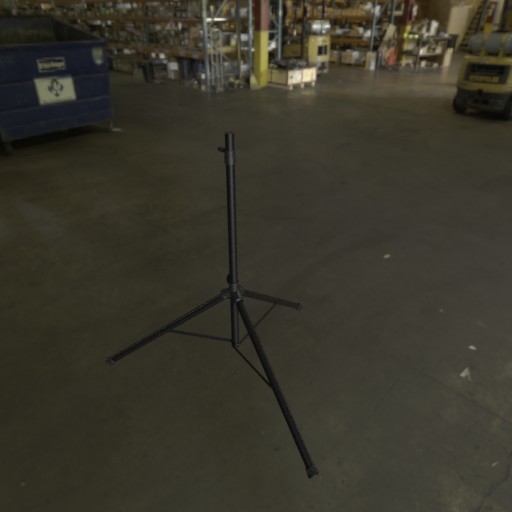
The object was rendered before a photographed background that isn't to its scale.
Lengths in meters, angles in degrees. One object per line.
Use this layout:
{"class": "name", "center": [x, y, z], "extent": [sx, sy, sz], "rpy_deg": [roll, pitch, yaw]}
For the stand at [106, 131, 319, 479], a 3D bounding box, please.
{"class": "stand", "center": [0.000, 0.000, 2.737], "extent": [1.596, 1.595, 1.339], "rpy_deg": [18, 34, 29]}
